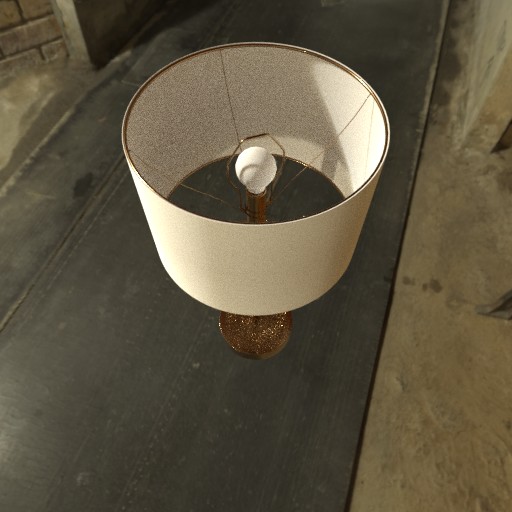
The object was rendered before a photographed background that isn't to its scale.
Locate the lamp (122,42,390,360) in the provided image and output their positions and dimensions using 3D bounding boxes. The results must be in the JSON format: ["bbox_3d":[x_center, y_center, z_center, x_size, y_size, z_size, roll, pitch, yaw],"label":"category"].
[{"bbox_3d":[0.000,0.000,0.625,0.252,0.483,0.252,-16,59,-10],"label":"lamp"}]
